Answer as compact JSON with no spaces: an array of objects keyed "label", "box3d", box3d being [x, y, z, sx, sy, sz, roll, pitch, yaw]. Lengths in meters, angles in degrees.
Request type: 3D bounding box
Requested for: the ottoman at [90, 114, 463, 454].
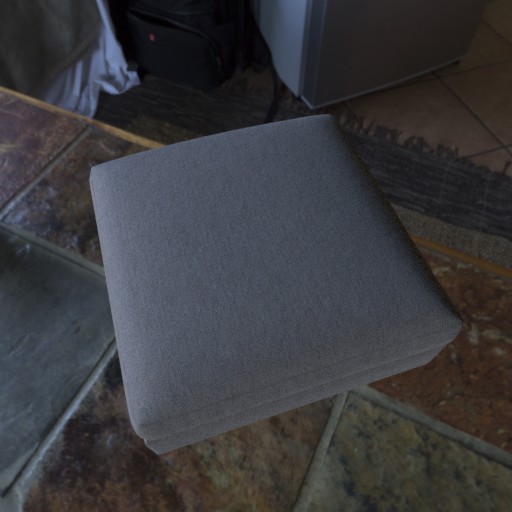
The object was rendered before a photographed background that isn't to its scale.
[{"label":"ottoman","box3d":[0.000,0.000,1.616,1.041,0.470,1.041,-15,59,-9]}]
